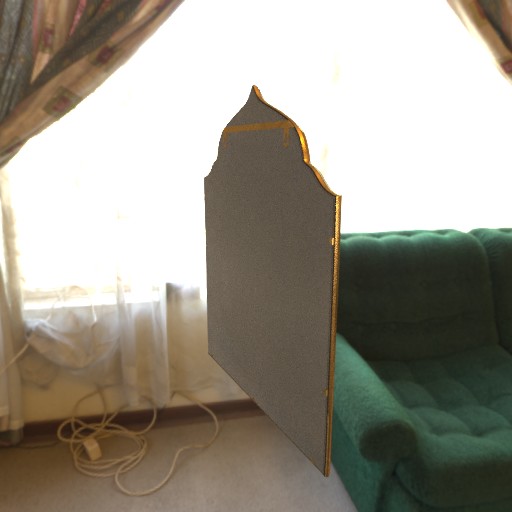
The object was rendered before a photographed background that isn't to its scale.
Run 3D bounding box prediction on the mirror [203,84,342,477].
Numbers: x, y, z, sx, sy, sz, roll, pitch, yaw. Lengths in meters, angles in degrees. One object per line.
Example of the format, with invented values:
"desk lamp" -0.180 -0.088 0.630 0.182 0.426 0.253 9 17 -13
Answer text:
"mirror" 0.000 0.000 0.873 0.018 0.635 0.513 -7 15 -27
